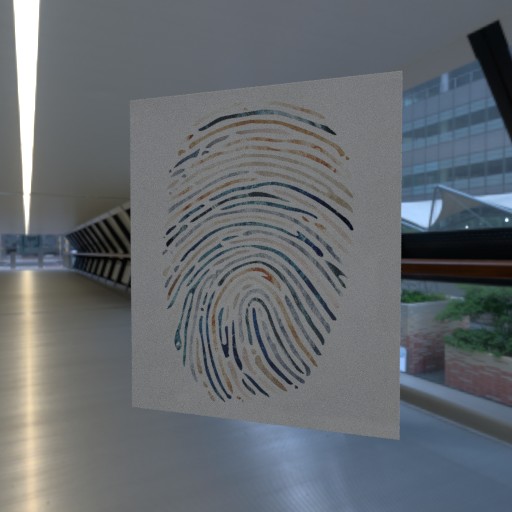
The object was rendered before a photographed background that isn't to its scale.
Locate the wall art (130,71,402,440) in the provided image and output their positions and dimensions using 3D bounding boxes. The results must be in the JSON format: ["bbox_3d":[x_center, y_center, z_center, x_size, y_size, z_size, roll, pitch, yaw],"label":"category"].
[{"bbox_3d":[0.000,0.000,0.818,0.508,0.606,0.037,0,2,17],"label":"wall art"}]
